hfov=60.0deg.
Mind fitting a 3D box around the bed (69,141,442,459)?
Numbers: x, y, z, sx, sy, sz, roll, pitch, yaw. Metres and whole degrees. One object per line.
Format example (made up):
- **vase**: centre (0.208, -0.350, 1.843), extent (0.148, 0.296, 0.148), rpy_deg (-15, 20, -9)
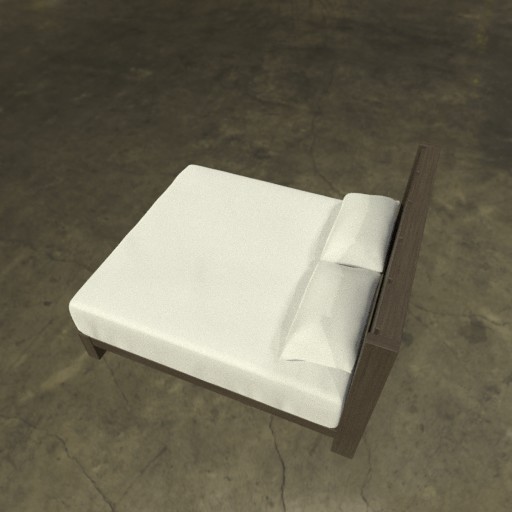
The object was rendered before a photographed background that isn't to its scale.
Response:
- **bed**: centre (0.000, 0.000, 3.136), extent (1.992, 1.261, 1.735), rpy_deg (16, 48, 15)
